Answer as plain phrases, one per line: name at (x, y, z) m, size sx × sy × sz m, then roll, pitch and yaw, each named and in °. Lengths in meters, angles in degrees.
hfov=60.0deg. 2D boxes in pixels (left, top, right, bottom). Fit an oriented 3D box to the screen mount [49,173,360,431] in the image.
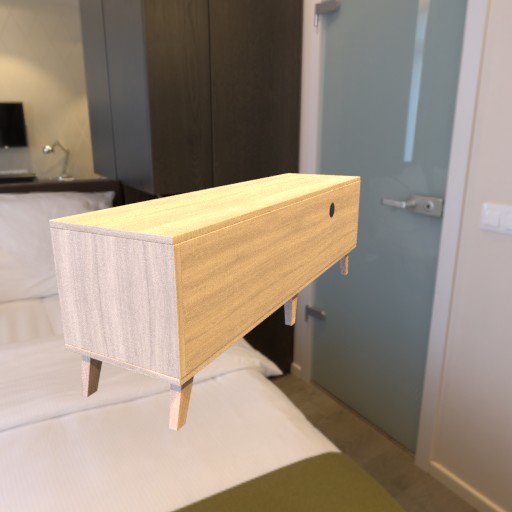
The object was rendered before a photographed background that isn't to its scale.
screen mount at (0.000, 0.000, 1.747) m, size 0.401 × 0.509 × 1.500 m, roll 8°, pitch 18°, yaw 27°
